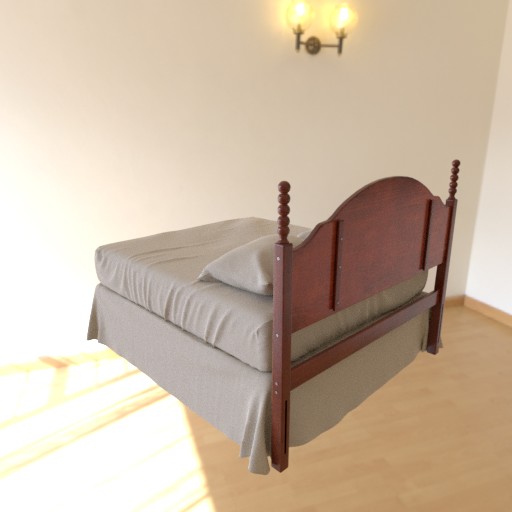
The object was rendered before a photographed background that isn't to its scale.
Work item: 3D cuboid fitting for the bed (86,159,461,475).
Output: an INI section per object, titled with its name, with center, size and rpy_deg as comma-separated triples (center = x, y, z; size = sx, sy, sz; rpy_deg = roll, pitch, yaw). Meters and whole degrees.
[bed]
center = 0.000, 0.000, 3.124
size = 1.873, 1.356, 2.040
rpy_deg = -15, 22, -42
